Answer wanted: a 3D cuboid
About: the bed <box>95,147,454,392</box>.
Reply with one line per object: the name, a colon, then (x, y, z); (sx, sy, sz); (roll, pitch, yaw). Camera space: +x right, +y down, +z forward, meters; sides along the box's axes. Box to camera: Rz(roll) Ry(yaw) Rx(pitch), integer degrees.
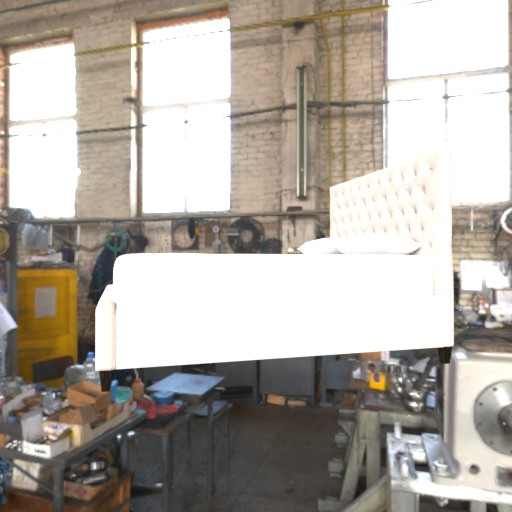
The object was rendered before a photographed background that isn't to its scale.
bed: (0.000, 0.000, 3.391); (2.233, 1.426, 1.696); (0, 0, -17)
